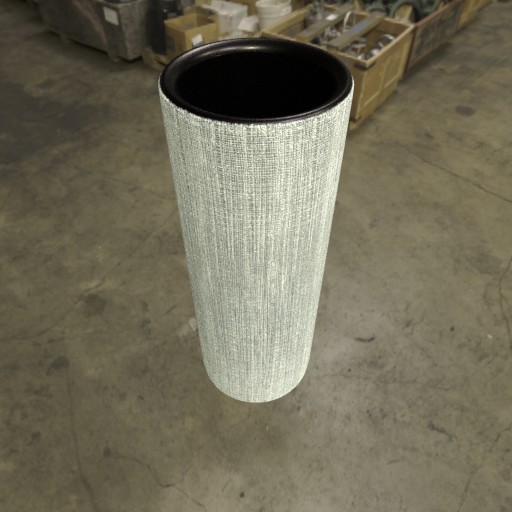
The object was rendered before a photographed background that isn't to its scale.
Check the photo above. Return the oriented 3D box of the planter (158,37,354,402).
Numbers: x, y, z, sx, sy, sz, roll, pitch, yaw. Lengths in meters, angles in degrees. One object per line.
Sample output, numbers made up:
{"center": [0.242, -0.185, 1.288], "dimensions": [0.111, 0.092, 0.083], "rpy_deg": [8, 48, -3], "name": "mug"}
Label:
{"center": [0.000, 0.000, 0.324], "dimensions": [0.100, 0.270, 0.100], "rpy_deg": [31, 54, 27], "name": "planter"}
